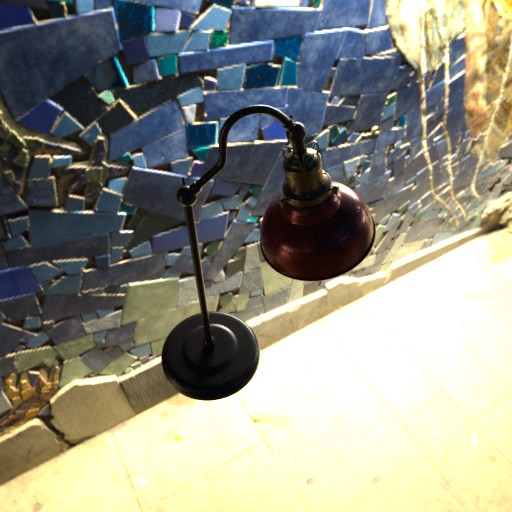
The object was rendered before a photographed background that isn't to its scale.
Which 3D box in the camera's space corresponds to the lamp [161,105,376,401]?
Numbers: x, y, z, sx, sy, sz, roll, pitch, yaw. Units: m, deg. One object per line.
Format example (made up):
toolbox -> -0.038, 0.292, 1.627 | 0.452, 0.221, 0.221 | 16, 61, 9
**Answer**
lamp -> 0.000, 0.000, 0.699 | 0.374, 0.508, 0.192 | -11, 48, -11
